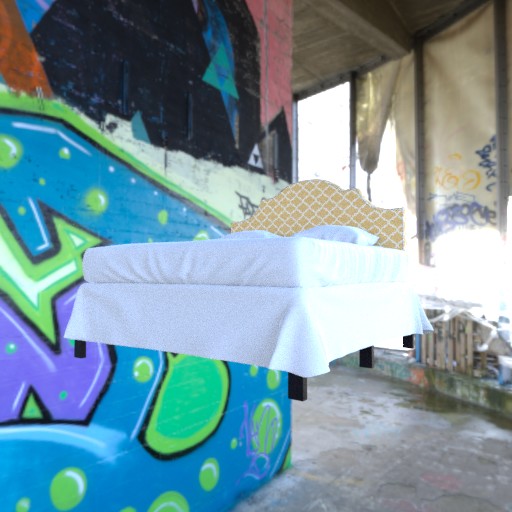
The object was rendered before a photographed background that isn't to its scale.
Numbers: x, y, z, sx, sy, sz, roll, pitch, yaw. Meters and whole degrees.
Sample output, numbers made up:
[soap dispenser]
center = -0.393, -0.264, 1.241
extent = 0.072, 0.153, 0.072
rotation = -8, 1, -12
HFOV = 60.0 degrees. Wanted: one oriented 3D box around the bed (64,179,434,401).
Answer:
[bed]
center = 0.000, 0.000, 3.703
extent = 2.314, 1.601, 2.222
rotation = -1, -3, 36
